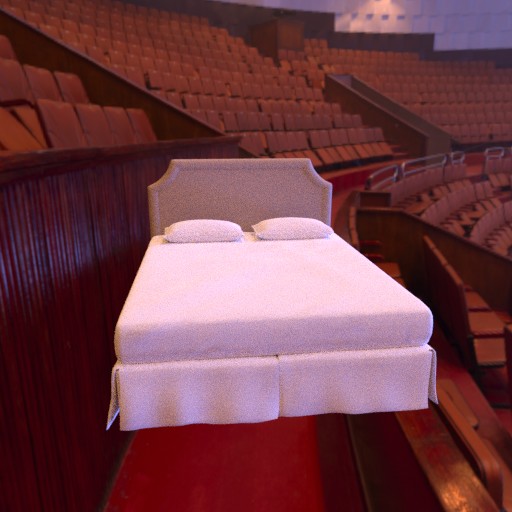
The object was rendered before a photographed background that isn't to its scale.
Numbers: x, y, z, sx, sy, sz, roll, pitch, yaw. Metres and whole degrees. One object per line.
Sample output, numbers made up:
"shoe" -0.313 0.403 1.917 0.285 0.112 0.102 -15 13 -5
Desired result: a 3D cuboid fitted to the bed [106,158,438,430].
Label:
"bed" 0.000 0.000 4.144 2.350 1.590 2.773 -2 16 -7
